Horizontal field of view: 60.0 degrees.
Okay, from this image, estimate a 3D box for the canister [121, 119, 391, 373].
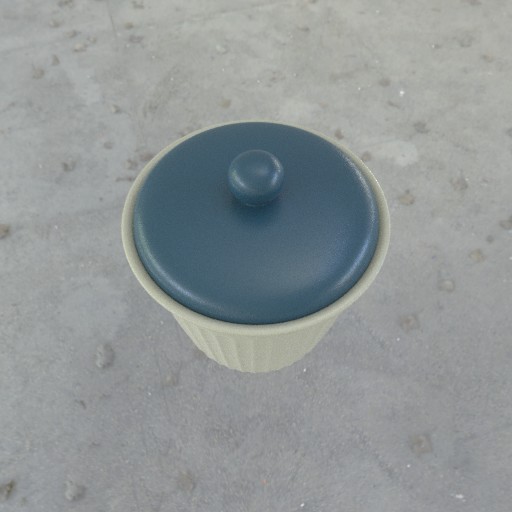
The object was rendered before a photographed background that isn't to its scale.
[{"bbox_3d":[0.000,0.000,0.351,0.181,0.211,0.181,0,58,0],"label":"canister"}]
